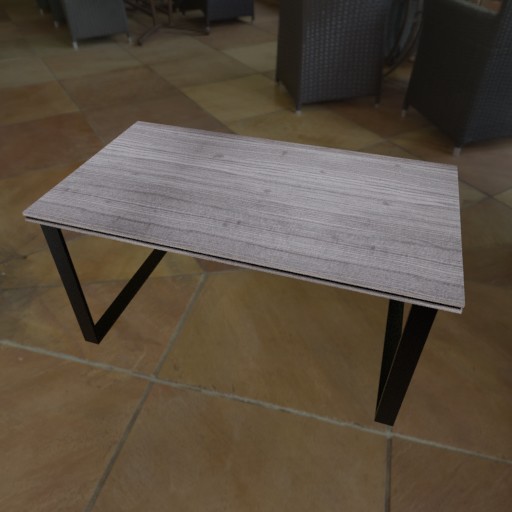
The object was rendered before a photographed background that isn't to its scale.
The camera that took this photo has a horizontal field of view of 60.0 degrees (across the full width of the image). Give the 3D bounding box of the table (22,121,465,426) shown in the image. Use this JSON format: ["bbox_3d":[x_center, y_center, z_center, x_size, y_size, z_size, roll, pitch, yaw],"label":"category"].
[{"bbox_3d":[0.000,0.000,2.053,1.579,0.736,0.881,12,42,13],"label":"table"}]
